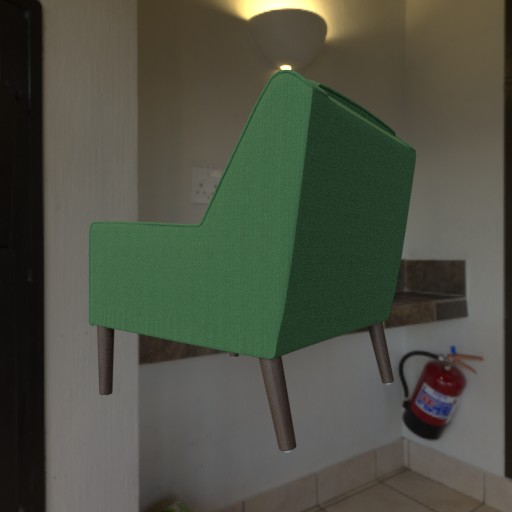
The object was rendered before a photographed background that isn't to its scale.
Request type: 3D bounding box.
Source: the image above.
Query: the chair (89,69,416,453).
[{"bbox_3d":[0.000,0.000,1.308,0.743,0.792,0.663,0,0,36],"label":"chair"}]
